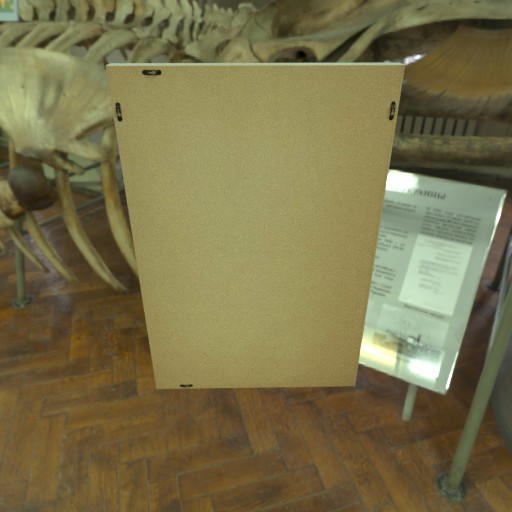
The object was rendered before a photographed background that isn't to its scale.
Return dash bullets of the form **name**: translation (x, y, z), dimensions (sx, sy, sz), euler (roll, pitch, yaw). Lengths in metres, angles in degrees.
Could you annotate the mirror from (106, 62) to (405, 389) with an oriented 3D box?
- **mirror**: translation (0.000, 0.000, 1.144), dimensions (0.609, 0.915, 0.041), euler (-1, 30, -1)
